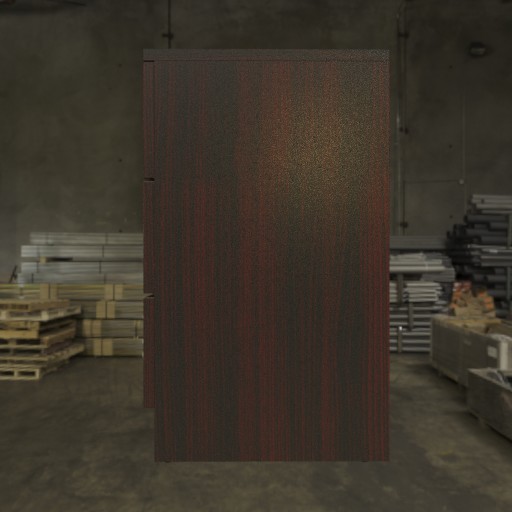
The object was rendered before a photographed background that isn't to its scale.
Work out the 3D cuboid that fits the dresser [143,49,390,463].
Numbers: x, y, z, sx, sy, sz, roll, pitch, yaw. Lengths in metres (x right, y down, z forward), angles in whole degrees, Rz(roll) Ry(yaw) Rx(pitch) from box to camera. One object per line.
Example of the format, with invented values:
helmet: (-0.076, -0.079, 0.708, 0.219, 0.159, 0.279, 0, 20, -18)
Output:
dresser: (0.000, 0.000, 0.800, 0.360, 0.560, 0.400, 0, 0, 0)
